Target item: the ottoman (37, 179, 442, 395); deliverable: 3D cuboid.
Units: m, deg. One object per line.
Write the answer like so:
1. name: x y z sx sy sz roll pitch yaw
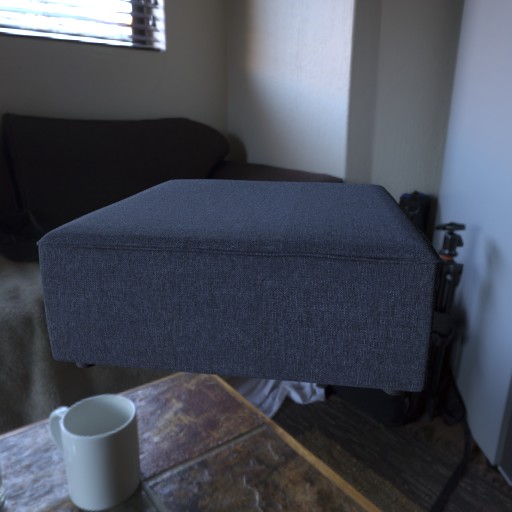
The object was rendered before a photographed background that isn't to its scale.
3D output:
1. ottoman: 0.000 0.000 1.576 1.017 0.423 1.023 3 18 9
